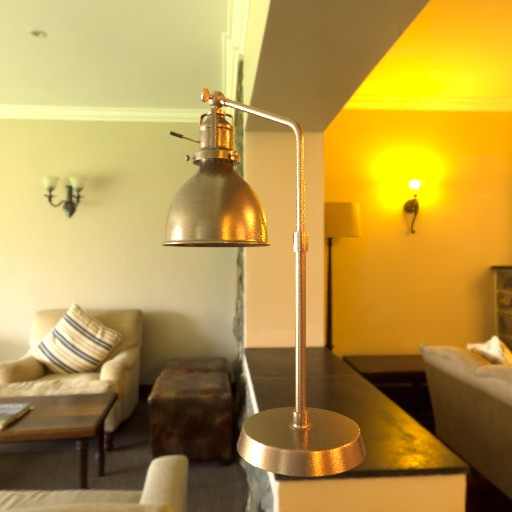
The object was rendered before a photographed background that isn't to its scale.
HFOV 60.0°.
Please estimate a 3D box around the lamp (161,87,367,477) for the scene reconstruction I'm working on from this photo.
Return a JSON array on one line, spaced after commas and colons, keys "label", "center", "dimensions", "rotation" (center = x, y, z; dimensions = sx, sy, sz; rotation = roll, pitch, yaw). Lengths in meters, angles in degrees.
[{"label": "lamp", "center": [0.000, 0.000, 0.572], "dimensions": [0.286, 0.456, 0.153], "rotation": [0, -1, 36]}]
